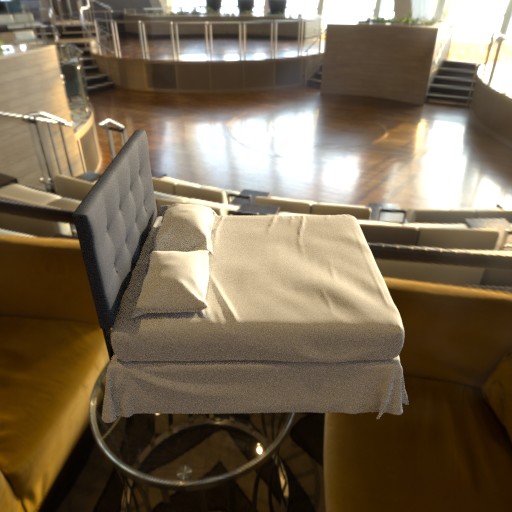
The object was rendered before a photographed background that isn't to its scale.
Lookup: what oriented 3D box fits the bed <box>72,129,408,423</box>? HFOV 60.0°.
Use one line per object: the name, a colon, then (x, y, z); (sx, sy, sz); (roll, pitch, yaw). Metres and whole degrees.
bed: (0.000, 0.000, 3.543); (2.222, 1.577, 1.936); (0, 32, 0)
